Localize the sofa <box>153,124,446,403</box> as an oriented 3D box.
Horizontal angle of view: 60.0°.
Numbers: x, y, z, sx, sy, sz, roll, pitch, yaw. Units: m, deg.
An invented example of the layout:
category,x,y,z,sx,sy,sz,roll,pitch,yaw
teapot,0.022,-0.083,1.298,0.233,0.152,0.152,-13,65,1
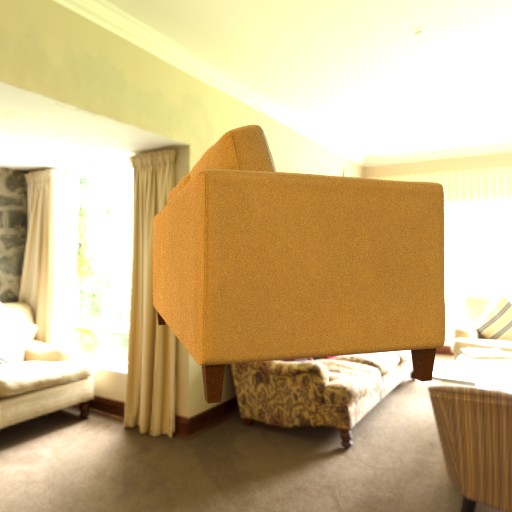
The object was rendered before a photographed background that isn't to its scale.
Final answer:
category,x,y,z,sx,sy,sz,roll,pitch,yaw
sofa,0.000,0.000,2.358,0.950,0.940,1.846,0,0,-18
